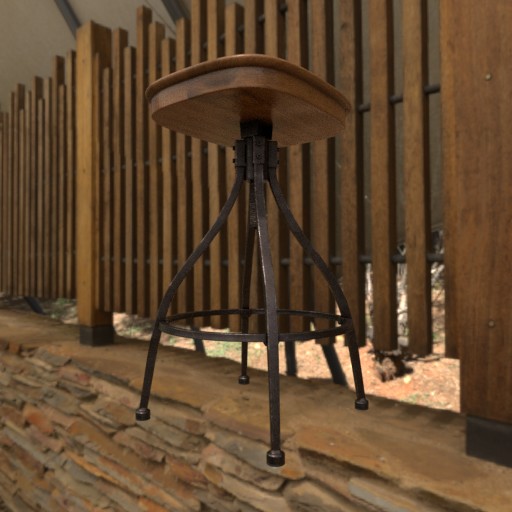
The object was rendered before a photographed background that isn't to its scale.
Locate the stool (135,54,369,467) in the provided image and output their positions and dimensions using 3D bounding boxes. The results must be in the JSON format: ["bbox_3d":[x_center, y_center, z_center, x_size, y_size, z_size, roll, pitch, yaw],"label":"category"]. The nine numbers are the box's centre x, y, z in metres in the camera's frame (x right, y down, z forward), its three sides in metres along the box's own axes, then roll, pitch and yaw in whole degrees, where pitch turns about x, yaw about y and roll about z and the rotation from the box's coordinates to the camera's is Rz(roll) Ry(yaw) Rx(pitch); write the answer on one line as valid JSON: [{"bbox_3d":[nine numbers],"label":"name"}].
[{"bbox_3d":[0.000,0.000,0.982,0.424,0.694,0.432,0,-1,37],"label":"stool"}]
